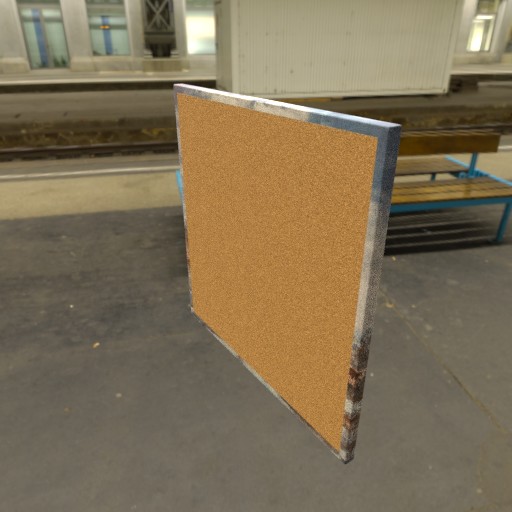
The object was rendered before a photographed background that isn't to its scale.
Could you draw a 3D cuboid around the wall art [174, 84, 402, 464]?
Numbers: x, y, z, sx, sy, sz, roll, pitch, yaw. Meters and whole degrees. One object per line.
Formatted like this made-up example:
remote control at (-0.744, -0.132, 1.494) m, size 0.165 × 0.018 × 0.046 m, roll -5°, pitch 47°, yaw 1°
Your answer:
wall art at (0.000, 0.000, 1.332) m, size 0.035 × 0.897 × 0.888 m, roll -18°, pitch 32°, yaw -31°
